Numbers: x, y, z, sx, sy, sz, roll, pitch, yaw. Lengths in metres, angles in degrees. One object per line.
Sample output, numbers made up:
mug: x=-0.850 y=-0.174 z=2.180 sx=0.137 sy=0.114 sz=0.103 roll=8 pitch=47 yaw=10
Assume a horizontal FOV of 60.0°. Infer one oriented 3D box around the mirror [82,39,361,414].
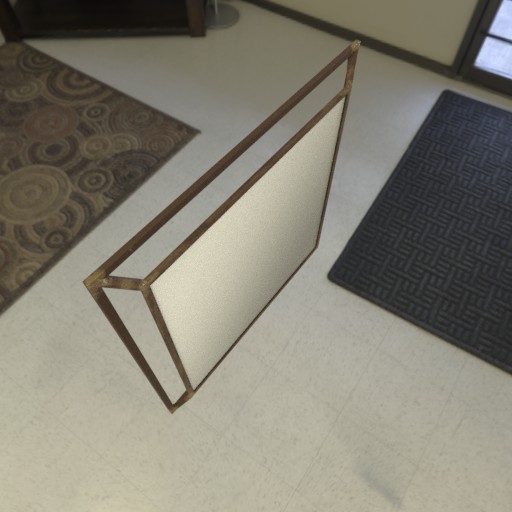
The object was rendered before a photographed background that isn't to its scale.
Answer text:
mirror: x=0.000 y=0.000 z=0.890 sx=0.032 sy=0.610 sz=0.610 roll=33 pitch=63 yaw=19
